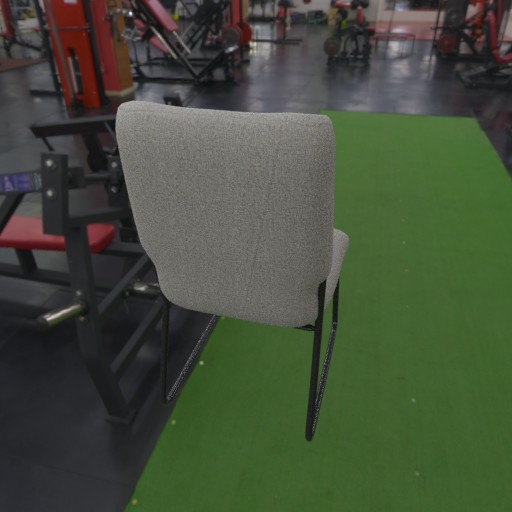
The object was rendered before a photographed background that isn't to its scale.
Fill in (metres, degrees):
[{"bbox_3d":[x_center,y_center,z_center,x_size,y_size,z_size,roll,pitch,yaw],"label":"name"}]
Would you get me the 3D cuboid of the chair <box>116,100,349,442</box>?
[{"bbox_3d":[0.000,0.000,1.165,0.448,0.864,0.560,9,33,14],"label":"chair"}]
